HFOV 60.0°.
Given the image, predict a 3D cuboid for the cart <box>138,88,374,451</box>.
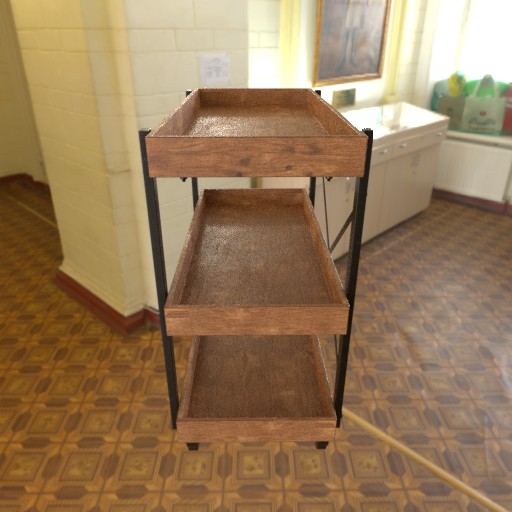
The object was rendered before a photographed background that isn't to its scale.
[{"bbox_3d":[0.000,0.000,1.226,0.411,0.800,0.750,0,26,-1],"label":"cart"}]
